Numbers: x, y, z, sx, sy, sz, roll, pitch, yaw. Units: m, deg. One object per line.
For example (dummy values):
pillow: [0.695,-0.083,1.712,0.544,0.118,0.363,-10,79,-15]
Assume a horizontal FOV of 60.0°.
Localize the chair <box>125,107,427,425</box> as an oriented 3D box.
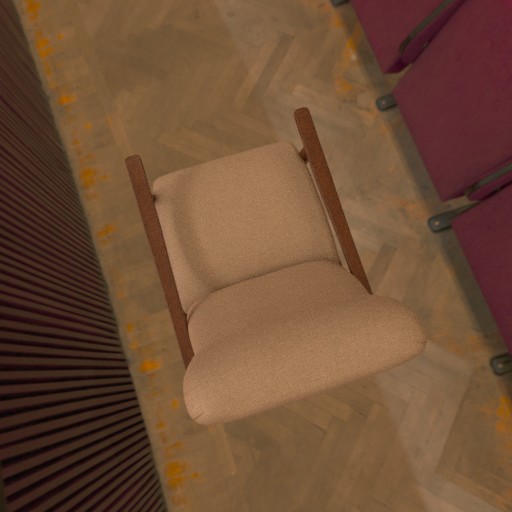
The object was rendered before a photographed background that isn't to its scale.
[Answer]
chair: [0.000,0.000,1.730,0.762,1.082,1.030,-17,76,-4]
